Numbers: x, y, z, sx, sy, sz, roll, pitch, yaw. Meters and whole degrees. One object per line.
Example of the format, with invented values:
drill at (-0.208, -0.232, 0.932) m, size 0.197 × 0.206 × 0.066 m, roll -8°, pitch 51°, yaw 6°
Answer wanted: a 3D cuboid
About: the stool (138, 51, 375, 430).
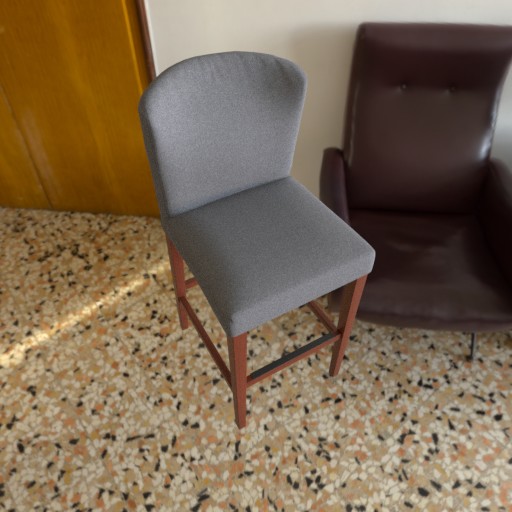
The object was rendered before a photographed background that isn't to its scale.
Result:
stool at (0.000, 0.000, 1.404) m, size 0.481 × 1.069 × 0.568 m, roll -22°, pitch 50°, yaw -21°
